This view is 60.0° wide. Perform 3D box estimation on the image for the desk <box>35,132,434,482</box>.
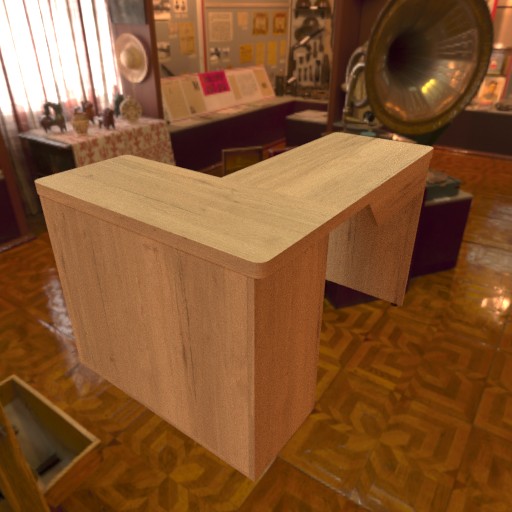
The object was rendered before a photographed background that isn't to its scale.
[{"bbox_3d":[0.000,0.000,1.757,0.900,0.760,1.169,20,34,32],"label":"desk"}]
